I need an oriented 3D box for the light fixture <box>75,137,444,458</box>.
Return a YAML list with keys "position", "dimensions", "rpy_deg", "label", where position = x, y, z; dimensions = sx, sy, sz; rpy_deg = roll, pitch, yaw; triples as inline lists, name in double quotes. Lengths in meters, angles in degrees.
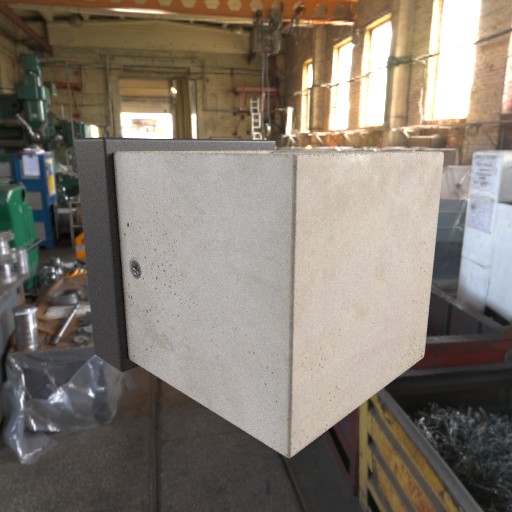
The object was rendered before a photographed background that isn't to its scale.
- position: [0.000, 0.000, 0.234]
  dimensions: [0.143, 0.121, 0.121]
  rpy_deg: [13, 19, 43]
  label: "light fixture"
